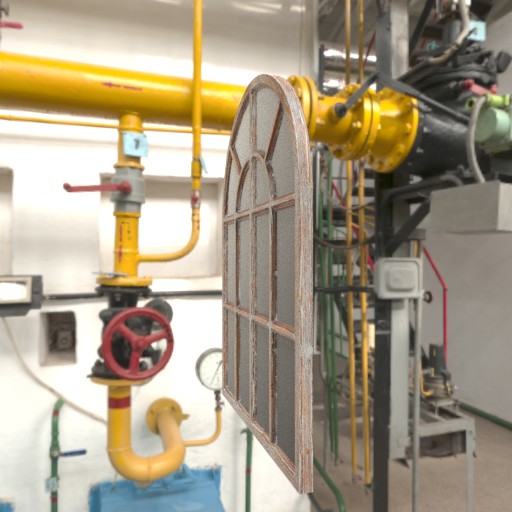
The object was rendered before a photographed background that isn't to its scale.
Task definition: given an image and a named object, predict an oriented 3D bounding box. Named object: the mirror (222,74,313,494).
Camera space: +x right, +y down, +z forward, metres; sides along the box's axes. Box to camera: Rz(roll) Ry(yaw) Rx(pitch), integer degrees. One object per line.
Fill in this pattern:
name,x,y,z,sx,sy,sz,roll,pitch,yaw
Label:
mirror,0.000,0.000,1.174,0.032,0.920,0.660,0,0,-17
